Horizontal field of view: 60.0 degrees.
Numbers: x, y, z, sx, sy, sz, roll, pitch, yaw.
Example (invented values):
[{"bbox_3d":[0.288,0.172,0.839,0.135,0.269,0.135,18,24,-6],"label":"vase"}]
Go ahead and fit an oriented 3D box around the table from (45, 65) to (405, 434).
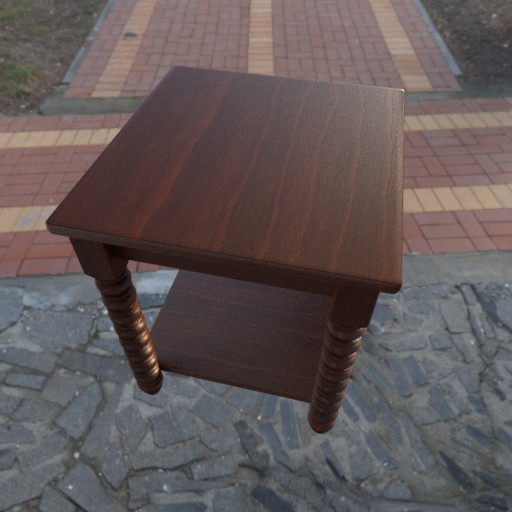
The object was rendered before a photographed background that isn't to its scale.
[{"bbox_3d":[0.000,0.000,0.973,0.500,0.567,0.533,10,48,9],"label":"table"}]
